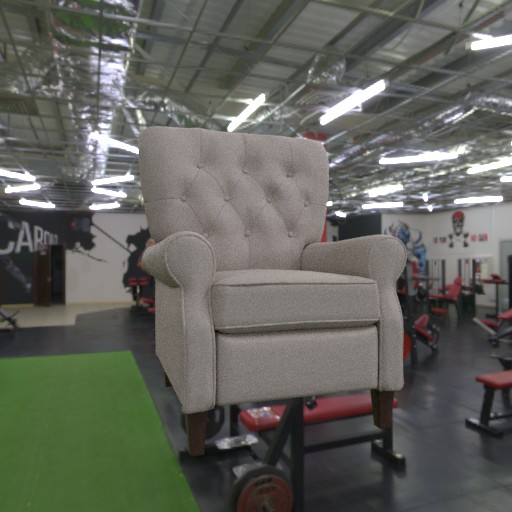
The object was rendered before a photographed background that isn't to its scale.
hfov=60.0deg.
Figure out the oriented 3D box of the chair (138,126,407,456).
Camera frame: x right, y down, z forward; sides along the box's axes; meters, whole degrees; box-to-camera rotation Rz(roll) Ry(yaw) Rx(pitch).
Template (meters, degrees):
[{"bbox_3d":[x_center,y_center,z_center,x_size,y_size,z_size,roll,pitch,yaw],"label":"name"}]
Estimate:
[{"bbox_3d":[0.000,0.000,1.884,0.942,1.209,1.025,0,0,-18],"label":"chair"}]
